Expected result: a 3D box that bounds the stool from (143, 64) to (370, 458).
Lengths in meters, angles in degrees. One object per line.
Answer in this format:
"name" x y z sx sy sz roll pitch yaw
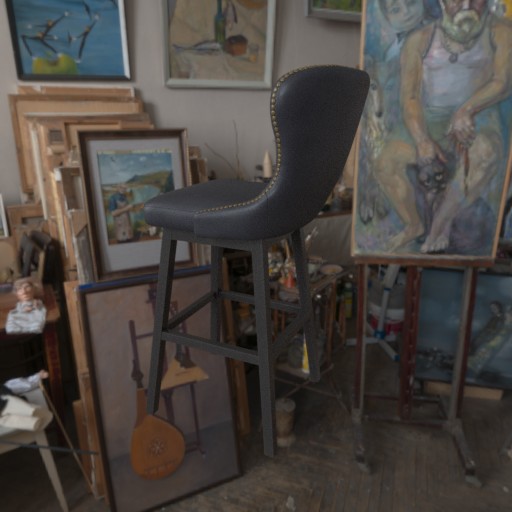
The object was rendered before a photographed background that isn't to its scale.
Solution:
"stool" 0.000 0.000 1.367 0.601 1.050 0.528 9 21 24
